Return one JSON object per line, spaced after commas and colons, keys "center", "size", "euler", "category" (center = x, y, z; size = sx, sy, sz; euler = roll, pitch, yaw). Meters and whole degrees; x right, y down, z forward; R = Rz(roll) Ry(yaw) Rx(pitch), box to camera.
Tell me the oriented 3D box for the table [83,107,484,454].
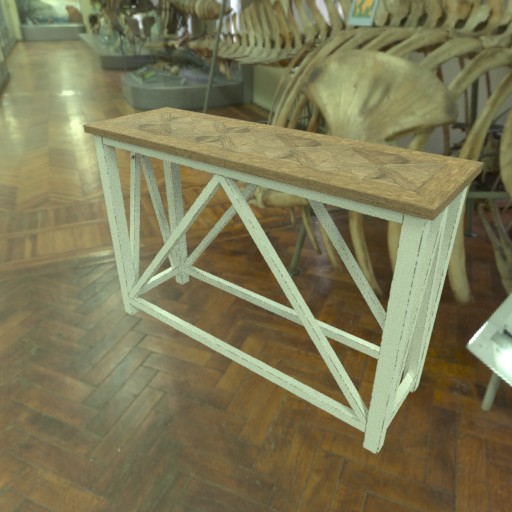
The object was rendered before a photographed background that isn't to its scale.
{"center": [0.000, 0.000, 1.791], "size": [1.400, 0.930, 0.450], "euler": [21, 35, 32], "category": "table"}
